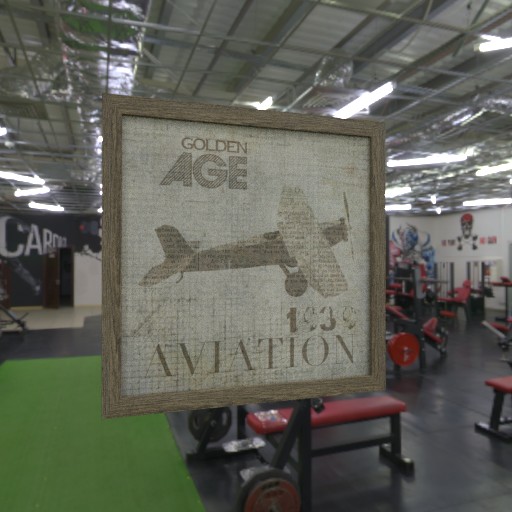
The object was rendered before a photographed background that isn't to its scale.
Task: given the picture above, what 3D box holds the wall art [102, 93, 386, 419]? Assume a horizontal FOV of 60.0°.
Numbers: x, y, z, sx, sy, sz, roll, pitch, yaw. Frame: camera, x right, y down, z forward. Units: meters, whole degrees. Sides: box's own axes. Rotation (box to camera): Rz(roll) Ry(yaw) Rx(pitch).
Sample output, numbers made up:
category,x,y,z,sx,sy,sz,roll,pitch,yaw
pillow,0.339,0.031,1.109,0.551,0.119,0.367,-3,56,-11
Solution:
category,x,y,z,sx,sy,sz,roll,pitch,yaw
wall art,0.000,0.000,0.773,0.508,0.508,0.019,0,0,-17
